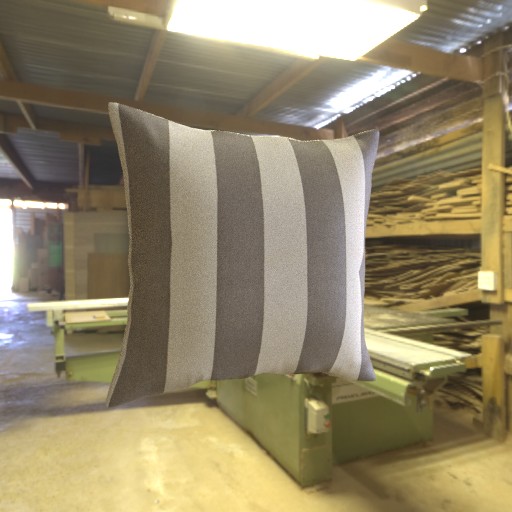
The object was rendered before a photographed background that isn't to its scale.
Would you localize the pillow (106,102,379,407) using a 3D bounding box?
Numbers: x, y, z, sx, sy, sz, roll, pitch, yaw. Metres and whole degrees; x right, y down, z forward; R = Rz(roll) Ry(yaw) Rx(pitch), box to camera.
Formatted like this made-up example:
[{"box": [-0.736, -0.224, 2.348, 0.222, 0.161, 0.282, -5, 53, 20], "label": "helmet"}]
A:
[{"box": [0.000, 0.000, 0.812, 0.522, 0.507, 0.192, 0, 0, -19], "label": "pillow"}]
